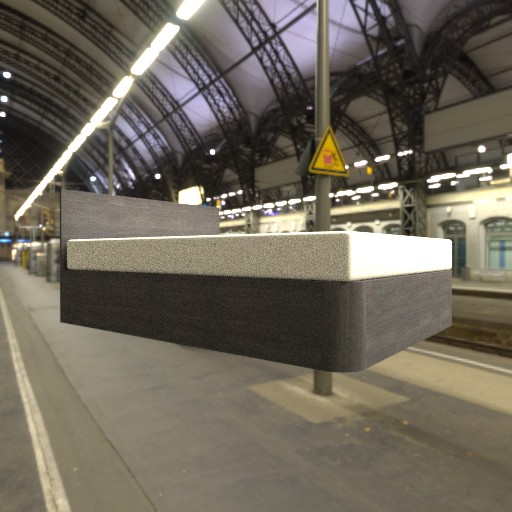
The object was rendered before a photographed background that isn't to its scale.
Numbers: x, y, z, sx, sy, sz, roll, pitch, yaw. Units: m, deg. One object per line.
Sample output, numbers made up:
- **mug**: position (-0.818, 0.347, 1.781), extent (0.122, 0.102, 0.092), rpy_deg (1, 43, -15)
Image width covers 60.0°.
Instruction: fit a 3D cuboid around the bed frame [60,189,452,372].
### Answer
- **bed frame**: position (0.000, 0.000, 2.639), extent (1.900, 0.800, 1.400), rpy_deg (0, 1, 38)
